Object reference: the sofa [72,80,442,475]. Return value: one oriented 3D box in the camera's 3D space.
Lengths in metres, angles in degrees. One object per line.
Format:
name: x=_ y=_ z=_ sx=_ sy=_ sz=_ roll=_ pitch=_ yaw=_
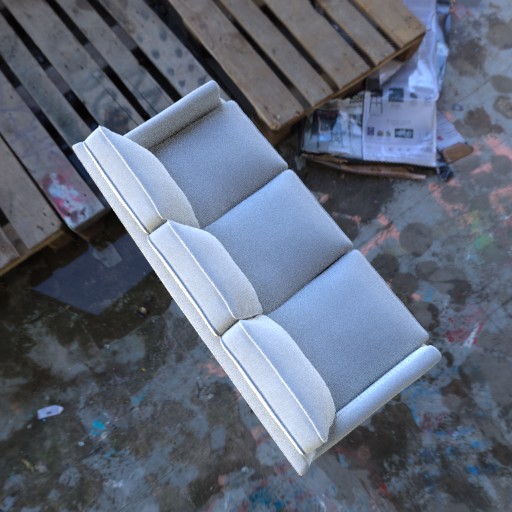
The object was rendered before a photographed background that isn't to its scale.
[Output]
sofa: x=0.000 y=0.000 z=2.743 sx=1.084 sy=1.003 sz=2.246 roll=-35 pitch=77 yaw=-9
